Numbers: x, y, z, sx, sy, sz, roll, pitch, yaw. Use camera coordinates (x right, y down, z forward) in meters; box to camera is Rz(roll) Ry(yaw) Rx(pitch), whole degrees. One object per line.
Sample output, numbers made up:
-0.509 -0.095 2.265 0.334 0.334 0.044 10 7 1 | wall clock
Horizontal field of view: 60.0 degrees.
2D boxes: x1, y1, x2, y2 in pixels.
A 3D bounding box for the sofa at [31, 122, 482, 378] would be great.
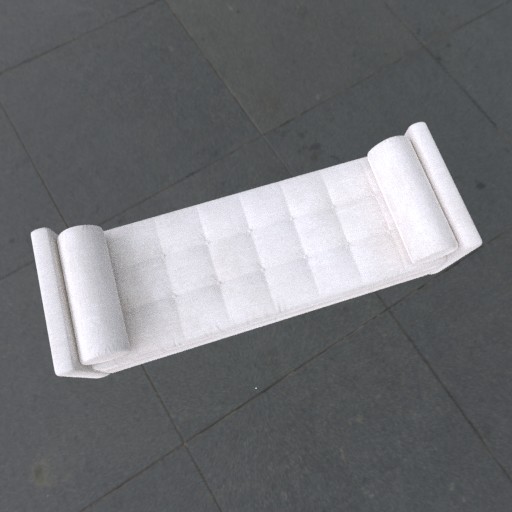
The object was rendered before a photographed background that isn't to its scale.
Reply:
0.000 0.000 2.323 1.981 0.635 0.686 -17 74 -5 | sofa
